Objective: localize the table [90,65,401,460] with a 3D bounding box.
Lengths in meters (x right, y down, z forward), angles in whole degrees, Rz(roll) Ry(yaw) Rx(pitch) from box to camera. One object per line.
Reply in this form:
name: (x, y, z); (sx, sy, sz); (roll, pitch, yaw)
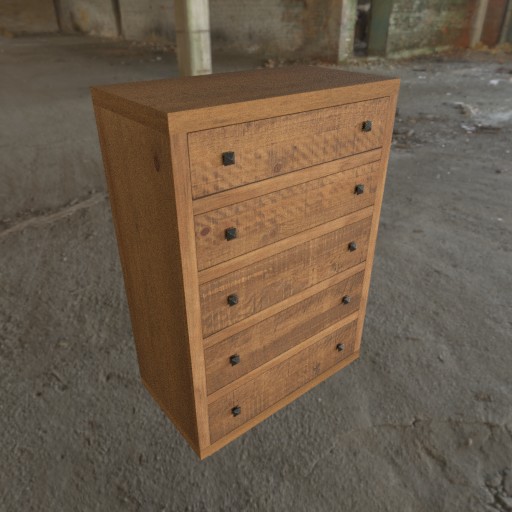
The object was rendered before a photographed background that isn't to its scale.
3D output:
table: (0.000, 0.000, 1.758); (0.901, 1.294, 0.524); (-22, 36, -33)
